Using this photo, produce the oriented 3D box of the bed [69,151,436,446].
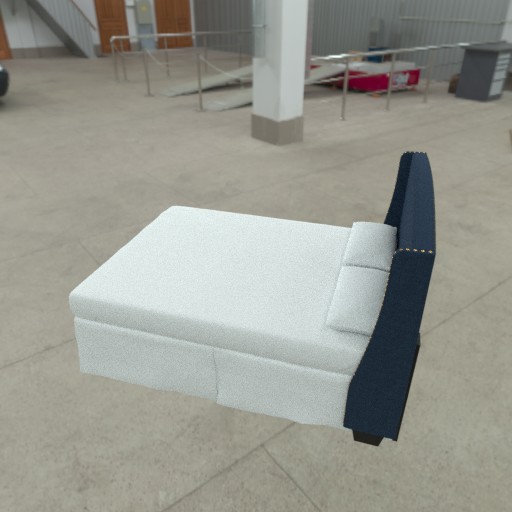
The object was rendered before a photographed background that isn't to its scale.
[{"bbox_3d":[0.000,0.000,3.189,2.223,1.402,1.604,9,31,15],"label":"bed"}]
